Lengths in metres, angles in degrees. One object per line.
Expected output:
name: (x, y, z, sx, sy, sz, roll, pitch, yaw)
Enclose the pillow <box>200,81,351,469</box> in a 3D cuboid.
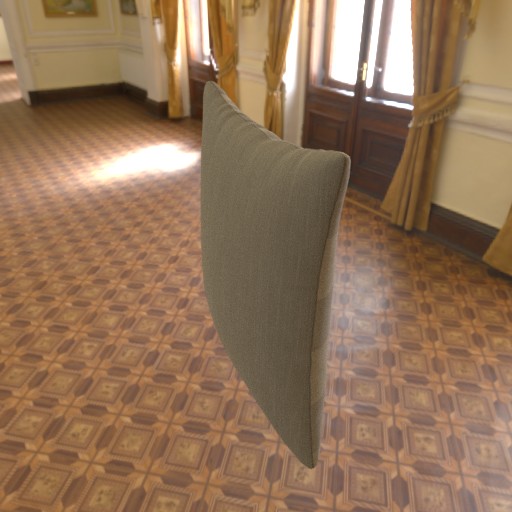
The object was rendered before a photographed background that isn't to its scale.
pillow: (0.000, 0.000, 0.778, 0.161, 0.509, 0.511, -11, 32, -18)
